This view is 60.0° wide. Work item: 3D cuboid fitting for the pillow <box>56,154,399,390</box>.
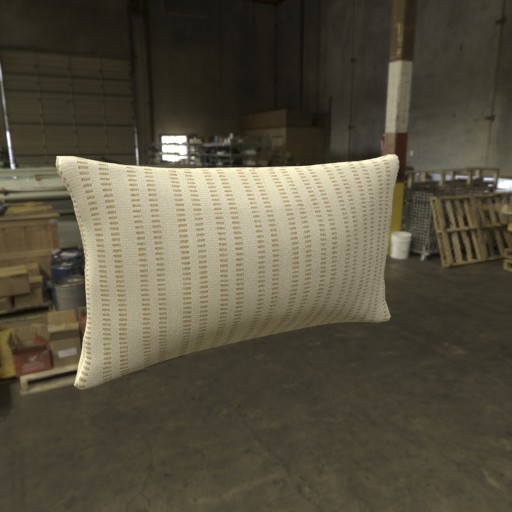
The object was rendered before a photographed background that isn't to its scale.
[{"bbox_3d":[0.000,0.000,0.794,0.640,0.353,0.210,-7,15,-27],"label":"pillow"}]
